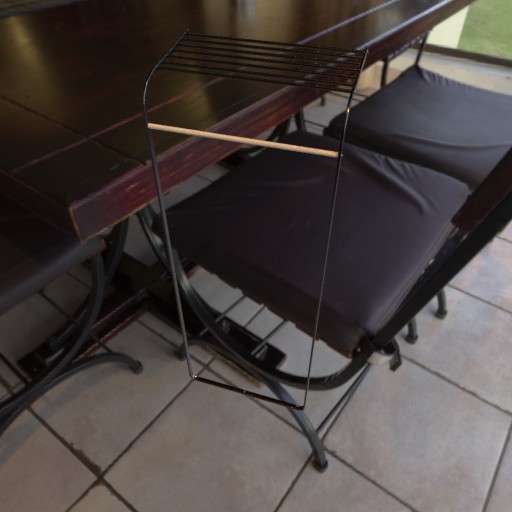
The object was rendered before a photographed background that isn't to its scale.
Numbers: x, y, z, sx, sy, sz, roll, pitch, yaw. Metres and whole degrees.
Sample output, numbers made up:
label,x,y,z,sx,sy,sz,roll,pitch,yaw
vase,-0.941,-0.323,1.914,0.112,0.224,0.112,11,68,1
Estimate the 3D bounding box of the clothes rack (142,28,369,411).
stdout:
label,x,y,z,sx,sy,sz,roll,pitch,yaw
clothes rack,0.000,0.000,1.812,0.609,1.574,0.349,12,43,13
